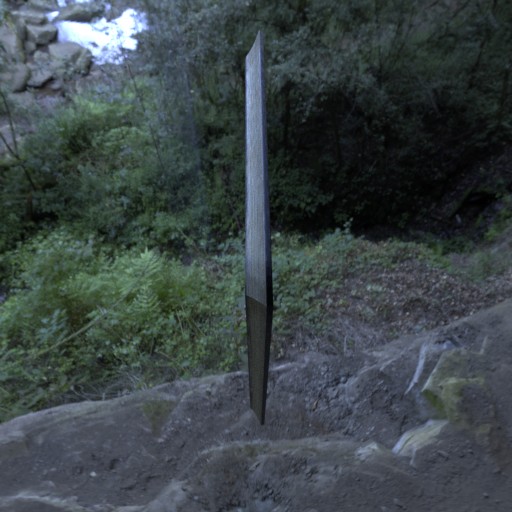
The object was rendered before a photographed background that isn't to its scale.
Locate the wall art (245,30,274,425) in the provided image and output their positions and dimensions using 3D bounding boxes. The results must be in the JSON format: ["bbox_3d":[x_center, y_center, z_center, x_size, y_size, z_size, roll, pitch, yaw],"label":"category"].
[{"bbox_3d":[0.000,0.000,0.647,0.023,0.457,0.381,-1,58,0],"label":"wall art"}]
